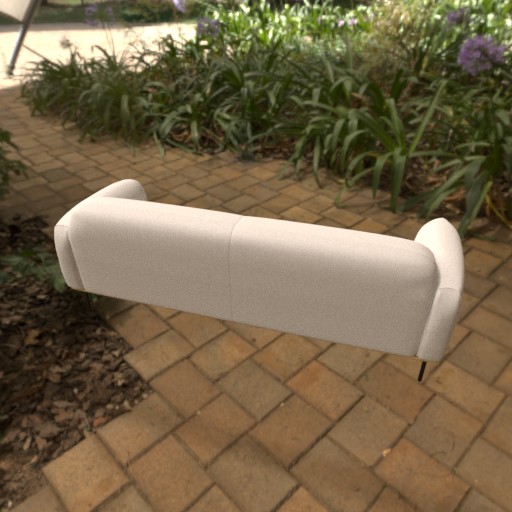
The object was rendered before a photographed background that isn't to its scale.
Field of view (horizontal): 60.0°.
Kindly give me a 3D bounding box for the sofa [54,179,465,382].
[{"bbox_3d":[0.000,0.000,2.664,2.257,0.780,0.880,9,33,15],"label":"sofa"}]
